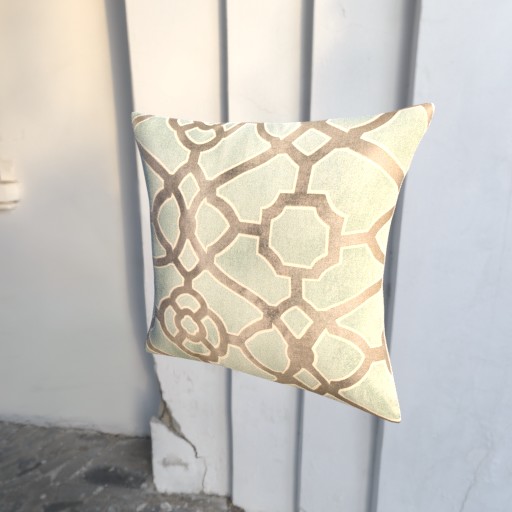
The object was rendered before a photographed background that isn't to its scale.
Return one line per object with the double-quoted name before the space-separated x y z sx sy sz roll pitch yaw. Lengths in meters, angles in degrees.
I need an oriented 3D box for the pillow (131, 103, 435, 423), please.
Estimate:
"pillow" 0.000 0.000 0.799 0.552 0.508 0.166 8 18 27
